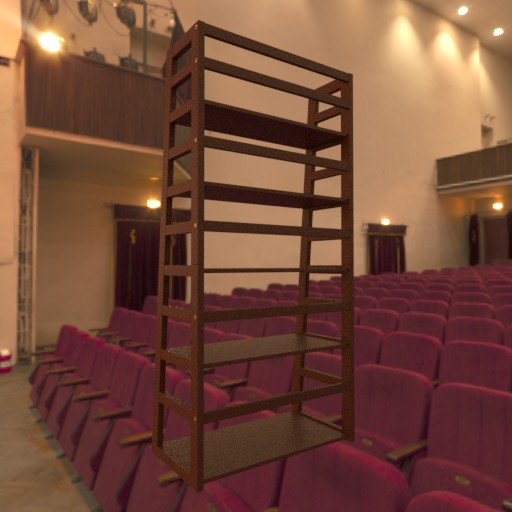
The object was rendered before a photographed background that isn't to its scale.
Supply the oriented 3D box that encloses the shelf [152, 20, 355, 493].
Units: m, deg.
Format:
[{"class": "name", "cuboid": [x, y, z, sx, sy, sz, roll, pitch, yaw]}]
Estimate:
[{"class": "shelf", "cuboid": [0.000, 0.000, 1.880, 0.763, 1.600, 0.403, 1, -1, -35]}]
